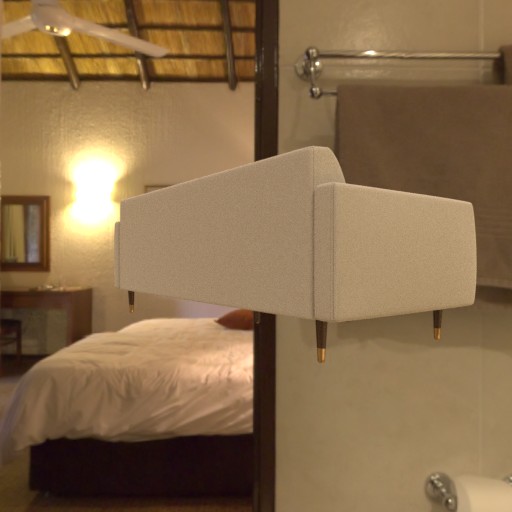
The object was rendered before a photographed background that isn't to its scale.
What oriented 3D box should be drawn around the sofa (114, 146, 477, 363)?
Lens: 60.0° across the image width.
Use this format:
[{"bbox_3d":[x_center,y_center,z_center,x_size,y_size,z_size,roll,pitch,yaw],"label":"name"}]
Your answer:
[{"bbox_3d":[0.000,0.000,2.705,0.990,0.821,2.291,0,0,-37],"label":"sofa"}]
